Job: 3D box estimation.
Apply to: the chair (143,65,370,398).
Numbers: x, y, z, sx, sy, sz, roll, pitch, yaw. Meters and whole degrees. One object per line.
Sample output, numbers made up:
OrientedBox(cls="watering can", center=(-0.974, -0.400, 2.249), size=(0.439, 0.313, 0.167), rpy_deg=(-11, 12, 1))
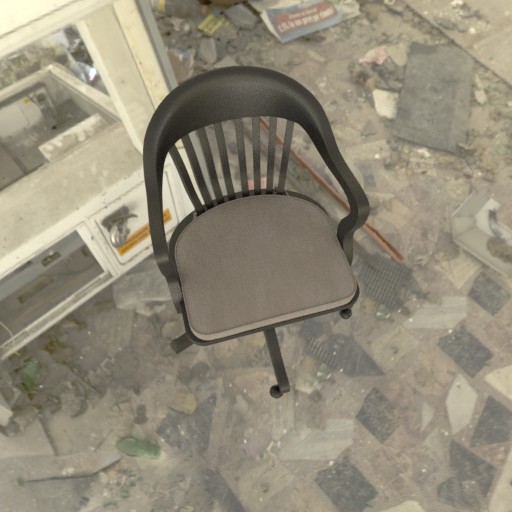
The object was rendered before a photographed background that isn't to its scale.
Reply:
OrientedBox(cls="chair", center=(0.000, 0.000, 1.479), size=(0.750, 0.878, 0.788), rpy_deg=(-14, 63, -7))
